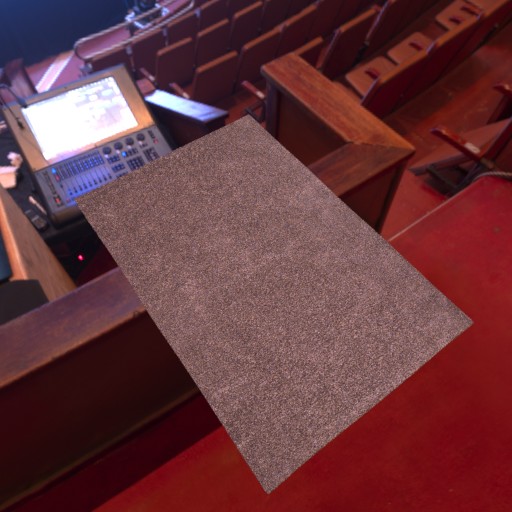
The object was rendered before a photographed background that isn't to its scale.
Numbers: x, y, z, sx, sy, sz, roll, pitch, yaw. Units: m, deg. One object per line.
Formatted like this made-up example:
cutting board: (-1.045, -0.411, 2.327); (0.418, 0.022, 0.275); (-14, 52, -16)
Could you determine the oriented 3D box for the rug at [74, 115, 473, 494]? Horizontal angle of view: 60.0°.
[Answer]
rug: (0.000, 0.000, 3.402); (1.802, 0.026, 2.699); (-31, 62, -19)
